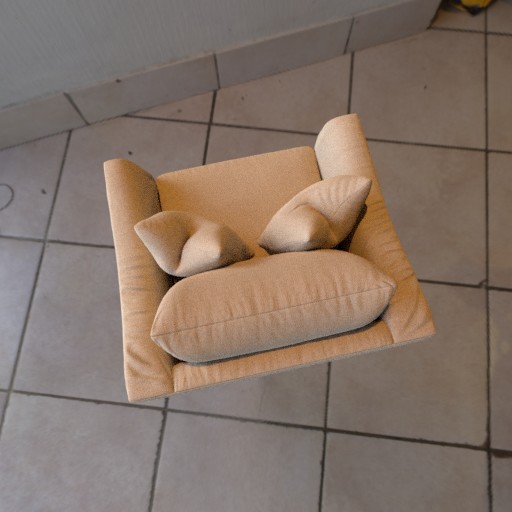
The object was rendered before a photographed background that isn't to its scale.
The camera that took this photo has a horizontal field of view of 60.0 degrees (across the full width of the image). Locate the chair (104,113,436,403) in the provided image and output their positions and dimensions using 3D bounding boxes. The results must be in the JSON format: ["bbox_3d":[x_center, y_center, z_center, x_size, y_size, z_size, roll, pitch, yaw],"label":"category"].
[{"bbox_3d":[0.000,0.000,2.075,1.194,1.093,1.071,-12,76,-3],"label":"chair"}]
